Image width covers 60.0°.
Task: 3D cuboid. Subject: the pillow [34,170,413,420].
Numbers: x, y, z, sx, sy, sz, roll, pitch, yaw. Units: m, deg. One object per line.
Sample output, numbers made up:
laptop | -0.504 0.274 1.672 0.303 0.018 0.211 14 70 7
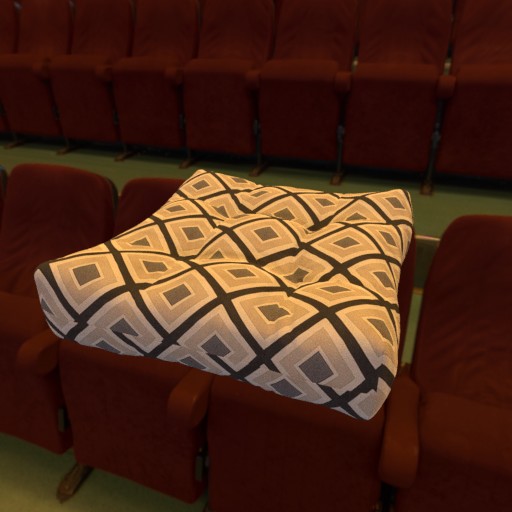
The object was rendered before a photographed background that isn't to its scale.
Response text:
pillow | 0.000 0.000 0.717 0.468 0.128 0.490 10 29 17
